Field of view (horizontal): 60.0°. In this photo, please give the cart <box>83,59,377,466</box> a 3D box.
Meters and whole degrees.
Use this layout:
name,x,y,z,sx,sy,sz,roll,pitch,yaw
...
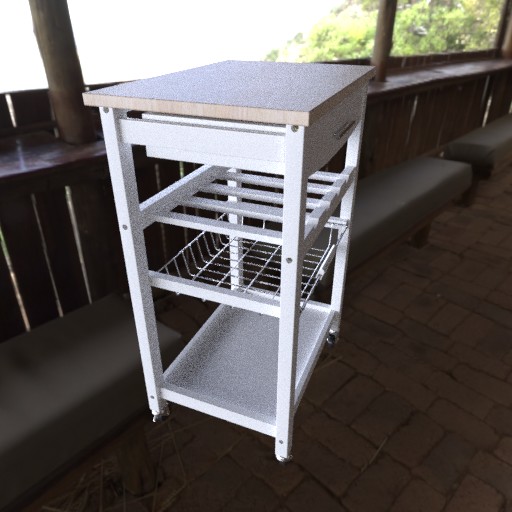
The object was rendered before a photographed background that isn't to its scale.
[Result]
name,x,y,z,sx,sy,sz,roll,pitch,yaw
cart,0.000,0.000,1.136,0.406,0.857,0.578,12,32,19
